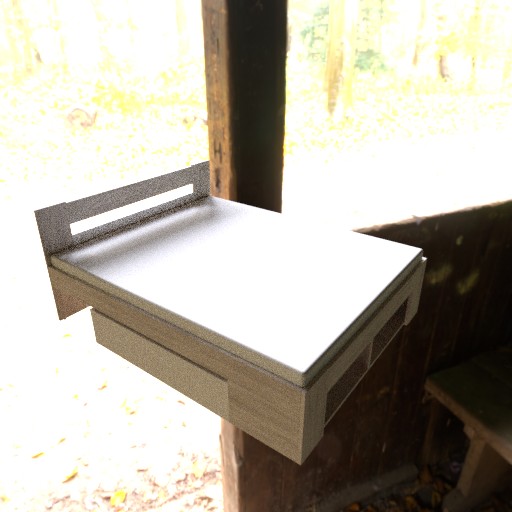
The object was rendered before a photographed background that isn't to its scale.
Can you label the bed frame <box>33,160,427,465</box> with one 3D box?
[{"bbox_3d":[0.000,0.000,3.220,2.050,0.860,2.040,18,31,32],"label":"bed frame"}]
